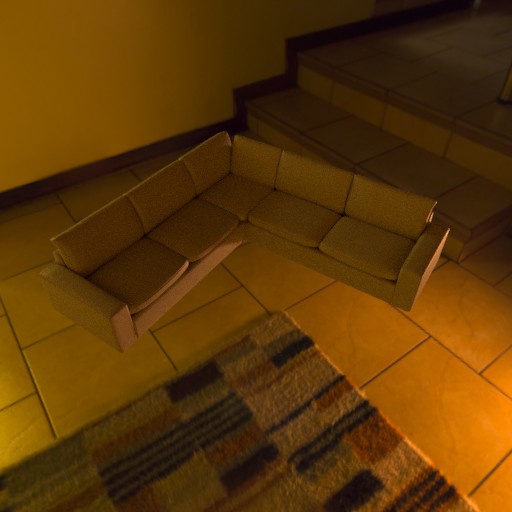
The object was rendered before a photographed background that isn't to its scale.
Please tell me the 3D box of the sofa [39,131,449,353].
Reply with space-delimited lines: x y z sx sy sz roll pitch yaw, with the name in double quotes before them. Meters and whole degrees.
"sofa" 0.000 0.000 4.082 2.742 0.800 2.622 24 48 24
